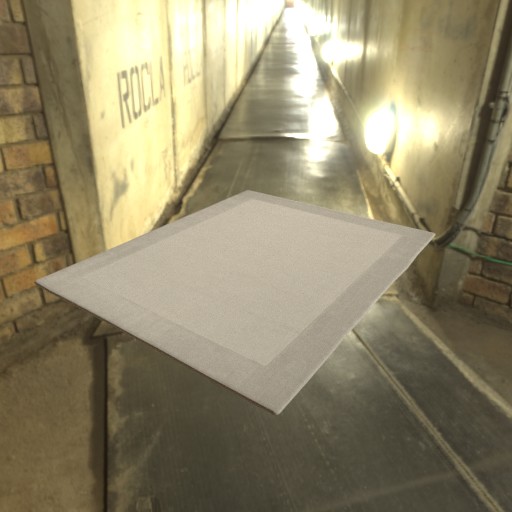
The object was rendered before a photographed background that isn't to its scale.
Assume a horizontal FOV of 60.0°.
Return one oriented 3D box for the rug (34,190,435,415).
[{"bbox_3d":[0.000,0.000,4.102,2.430,0.018,2.976,18,32,31],"label":"rug"}]
